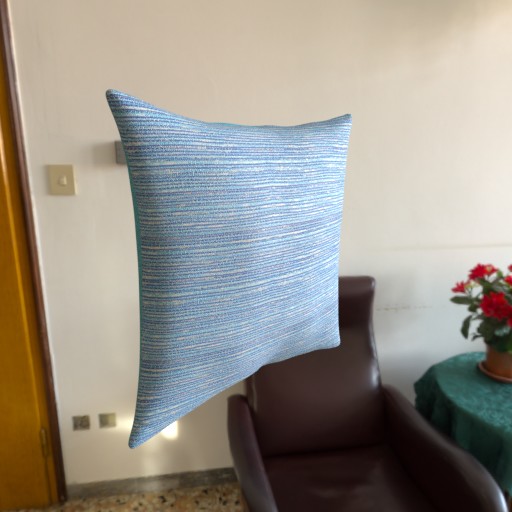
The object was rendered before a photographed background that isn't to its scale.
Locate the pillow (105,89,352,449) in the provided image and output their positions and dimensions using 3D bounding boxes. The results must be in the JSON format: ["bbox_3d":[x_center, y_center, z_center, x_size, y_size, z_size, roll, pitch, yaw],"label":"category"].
[{"bbox_3d":[0.000,0.000,0.758,0.514,0.497,0.150,-13,19,-42],"label":"pillow"}]
